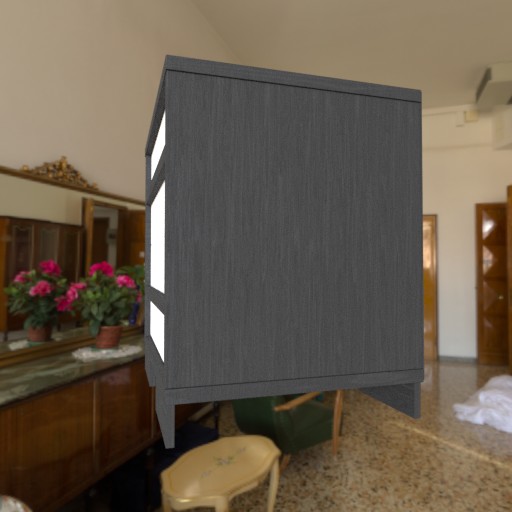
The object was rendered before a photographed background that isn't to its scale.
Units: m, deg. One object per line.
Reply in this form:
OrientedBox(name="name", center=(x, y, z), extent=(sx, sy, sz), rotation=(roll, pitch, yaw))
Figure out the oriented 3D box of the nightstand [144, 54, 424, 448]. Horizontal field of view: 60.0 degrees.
OrientedBox(name="nightstand", center=(0.000, 0.000, 0.755), extent=(0.347, 0.448, 0.427), rotation=(0, -2, -17))
